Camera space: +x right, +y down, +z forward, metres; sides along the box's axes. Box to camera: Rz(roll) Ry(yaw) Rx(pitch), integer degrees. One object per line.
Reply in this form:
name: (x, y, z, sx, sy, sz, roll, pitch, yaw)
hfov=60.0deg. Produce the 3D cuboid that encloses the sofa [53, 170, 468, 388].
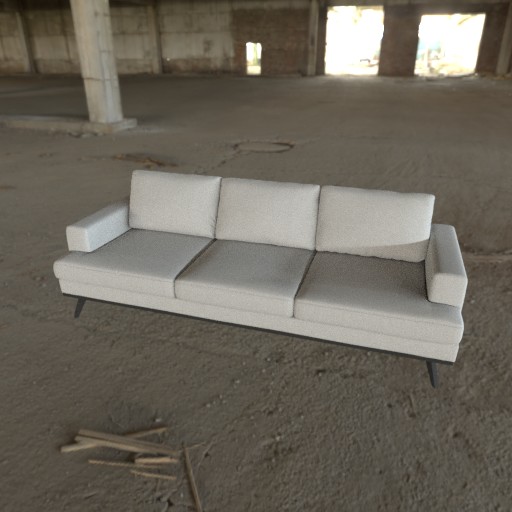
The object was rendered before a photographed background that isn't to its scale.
sofa: (0.000, 0.000, 2.740, 2.310, 0.810, 0.920, 8, 26, 16)
